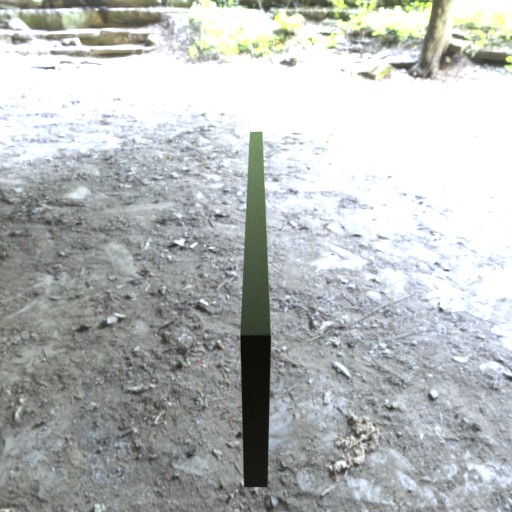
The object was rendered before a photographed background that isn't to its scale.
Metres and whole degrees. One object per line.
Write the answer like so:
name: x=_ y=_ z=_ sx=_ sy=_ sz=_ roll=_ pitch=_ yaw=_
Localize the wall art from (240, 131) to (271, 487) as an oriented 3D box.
wall art: x=0.000 y=0.000 z=0.965 sx=0.037 sy=0.303 sz=0.860 roll=0 pitch=31 yaw=0
